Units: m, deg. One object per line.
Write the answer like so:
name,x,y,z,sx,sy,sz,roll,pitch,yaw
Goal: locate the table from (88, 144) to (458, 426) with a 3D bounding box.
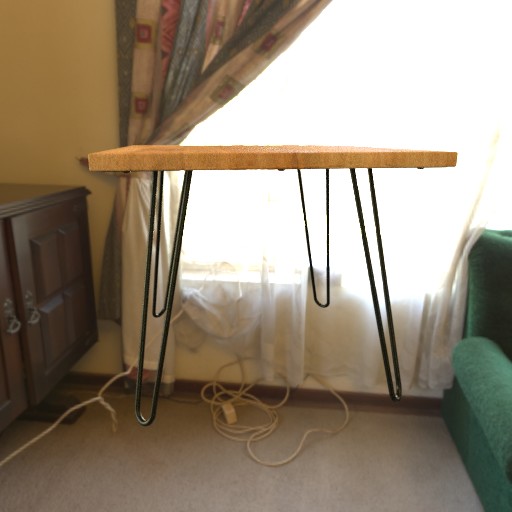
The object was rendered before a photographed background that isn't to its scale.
table,0.000,0.000,1.053,0.599,0.500,0.599,-2,15,-9
